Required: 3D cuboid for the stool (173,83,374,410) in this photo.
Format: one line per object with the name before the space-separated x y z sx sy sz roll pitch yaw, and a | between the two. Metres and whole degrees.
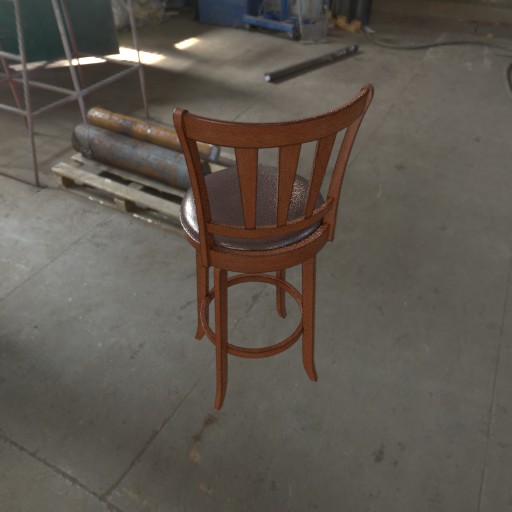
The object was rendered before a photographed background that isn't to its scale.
stool | 0.000 0.000 1.453 0.464 1.177 0.503 -12 43 -14
